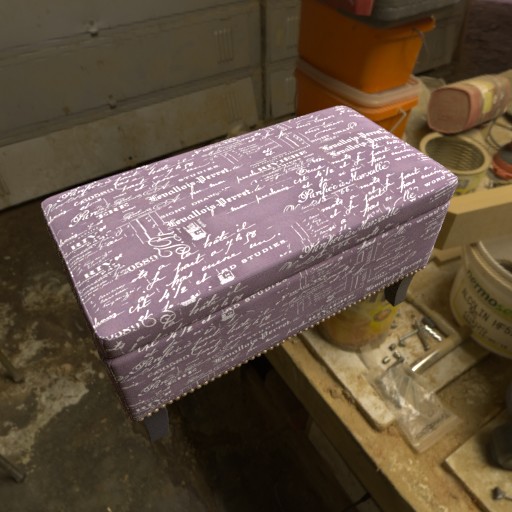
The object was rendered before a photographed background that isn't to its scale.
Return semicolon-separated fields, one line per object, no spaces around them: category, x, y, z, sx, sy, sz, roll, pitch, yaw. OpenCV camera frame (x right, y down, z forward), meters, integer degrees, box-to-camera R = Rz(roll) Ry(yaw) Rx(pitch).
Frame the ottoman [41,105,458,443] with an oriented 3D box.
ottoman;0.000;0.000;1.065;0.813;0.457;0.406;-24;50;-21
